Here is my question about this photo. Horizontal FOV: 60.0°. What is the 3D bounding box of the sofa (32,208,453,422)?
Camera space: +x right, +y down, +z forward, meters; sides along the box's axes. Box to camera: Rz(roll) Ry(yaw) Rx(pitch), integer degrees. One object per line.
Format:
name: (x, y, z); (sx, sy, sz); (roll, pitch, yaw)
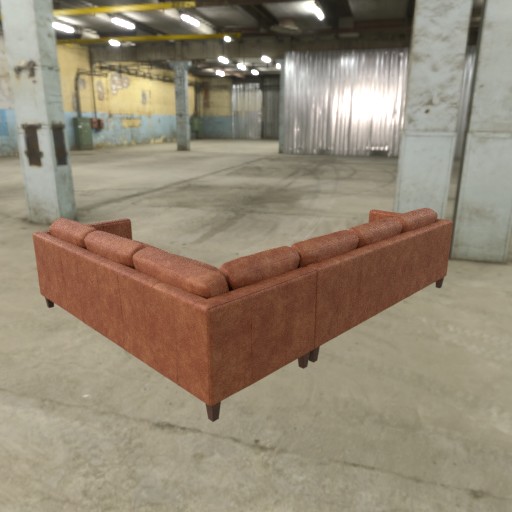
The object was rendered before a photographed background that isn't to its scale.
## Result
sofa: (0.000, 0.000, 4.210); (2.438, 0.838, 3.167); (15, 22, 43)
